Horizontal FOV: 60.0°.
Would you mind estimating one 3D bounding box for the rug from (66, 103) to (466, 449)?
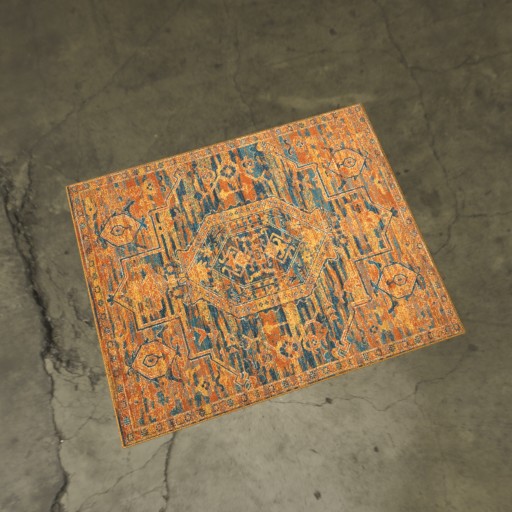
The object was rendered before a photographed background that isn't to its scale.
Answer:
[{"bbox_3d":[0.000,0.000,4.032,3.040,0.031,2.435,-17,74,-5],"label":"rug"}]
